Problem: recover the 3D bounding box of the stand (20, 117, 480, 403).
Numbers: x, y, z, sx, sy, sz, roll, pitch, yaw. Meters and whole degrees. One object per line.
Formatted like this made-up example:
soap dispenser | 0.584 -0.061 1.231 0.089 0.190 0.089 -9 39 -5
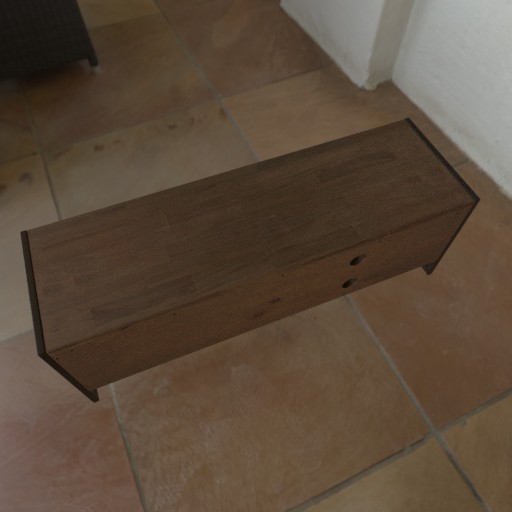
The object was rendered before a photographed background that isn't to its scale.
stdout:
stand | 0.000 0.000 1.694 1.480 0.506 0.454 -19 59 -12
